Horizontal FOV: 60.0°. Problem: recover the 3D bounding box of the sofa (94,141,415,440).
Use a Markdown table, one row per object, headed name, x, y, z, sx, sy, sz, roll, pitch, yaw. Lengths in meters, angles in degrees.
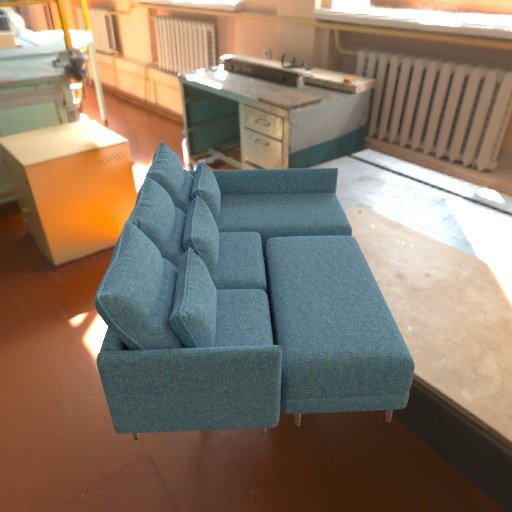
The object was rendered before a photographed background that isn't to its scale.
| name | x | y | z | sx | sy | sz | roll | pitch | yaw |
| --- | --- | --- | --- | --- | --- | --- | --- | --- | --- |
| sofa | 0.000 | 0.000 | 2.773 | 1.420 | 0.899 | 2.034 | -2 | 33 | -2 |
